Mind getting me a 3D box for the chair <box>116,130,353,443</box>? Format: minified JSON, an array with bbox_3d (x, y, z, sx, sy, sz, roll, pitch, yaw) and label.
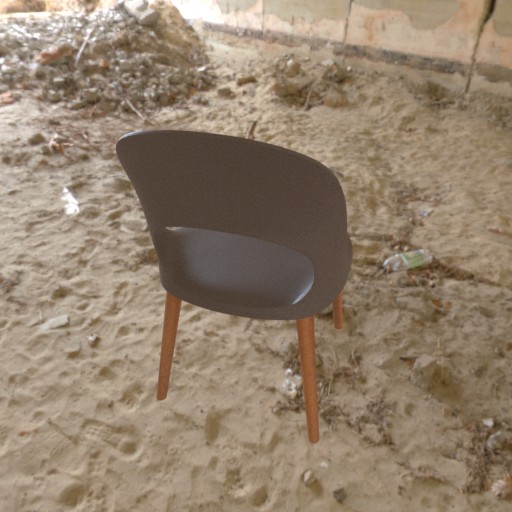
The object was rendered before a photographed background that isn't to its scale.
[{"bbox_3d":[0.000,0.000,1.125,0.470,0.794,0.556,10,34,15],"label":"chair"}]
